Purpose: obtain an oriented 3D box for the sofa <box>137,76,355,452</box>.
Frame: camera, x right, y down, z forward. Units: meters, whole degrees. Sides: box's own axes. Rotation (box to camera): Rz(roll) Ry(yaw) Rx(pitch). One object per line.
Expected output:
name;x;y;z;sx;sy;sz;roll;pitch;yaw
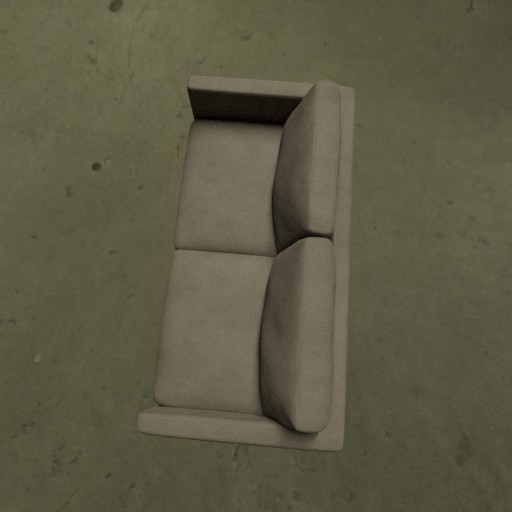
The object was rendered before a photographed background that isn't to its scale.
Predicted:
sofa;0.000;0.000;2.454;0.950;0.963;1.884;5;75;1
